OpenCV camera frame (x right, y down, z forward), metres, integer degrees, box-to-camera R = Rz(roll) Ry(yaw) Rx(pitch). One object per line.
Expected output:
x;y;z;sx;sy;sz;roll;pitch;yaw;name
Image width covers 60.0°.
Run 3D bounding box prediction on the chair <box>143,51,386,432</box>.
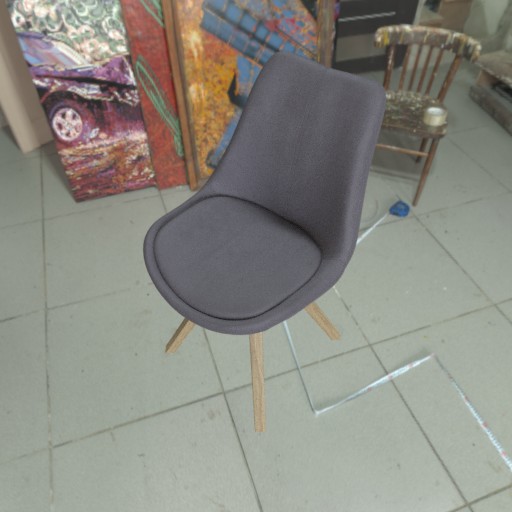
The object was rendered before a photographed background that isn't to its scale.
0.000;0.000;1.194;0.483;0.865;0.547;32;54;27;chair
